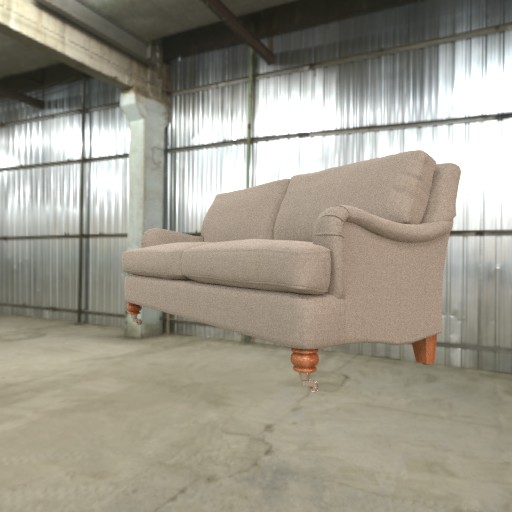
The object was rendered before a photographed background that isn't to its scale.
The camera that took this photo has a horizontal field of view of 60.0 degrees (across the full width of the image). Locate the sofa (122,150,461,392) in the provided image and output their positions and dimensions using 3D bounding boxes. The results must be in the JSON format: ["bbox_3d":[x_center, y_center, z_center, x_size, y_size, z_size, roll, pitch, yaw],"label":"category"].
[{"bbox_3d":[0.000,0.000,2.785,1.087,1.054,2.160,0,0,-34],"label":"sofa"}]
